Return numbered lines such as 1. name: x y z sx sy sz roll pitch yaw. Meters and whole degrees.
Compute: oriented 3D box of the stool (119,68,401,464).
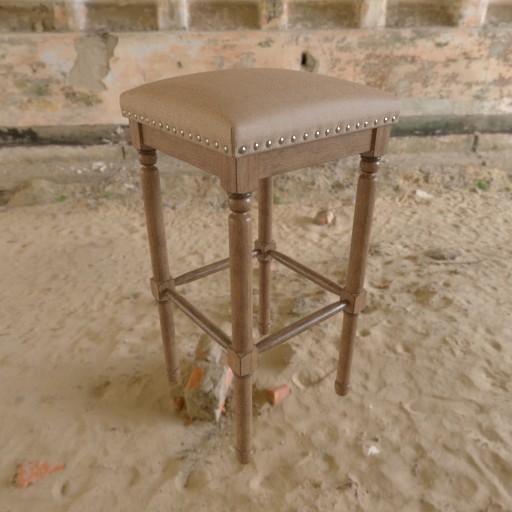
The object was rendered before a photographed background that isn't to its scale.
1. stool: 0.000 0.000 0.984 0.383 0.768 0.382 -21 35 -33
